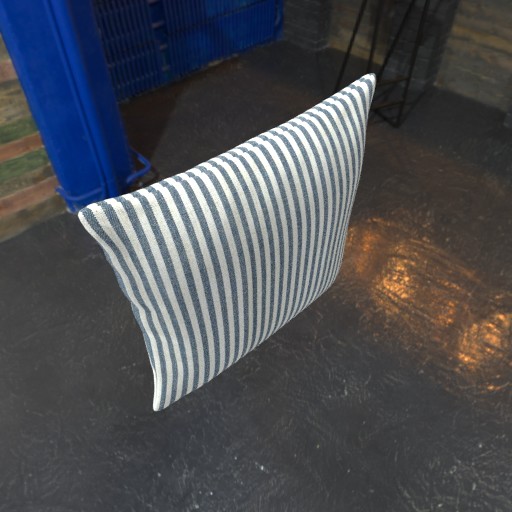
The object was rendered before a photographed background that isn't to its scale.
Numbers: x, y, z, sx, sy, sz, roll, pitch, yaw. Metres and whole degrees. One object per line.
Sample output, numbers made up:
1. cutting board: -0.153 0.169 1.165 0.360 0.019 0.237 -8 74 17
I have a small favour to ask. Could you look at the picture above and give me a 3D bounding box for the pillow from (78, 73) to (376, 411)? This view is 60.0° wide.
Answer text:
1. pillow: 0.000 0.000 0.784 0.523 0.510 0.166 -33 55 -27
